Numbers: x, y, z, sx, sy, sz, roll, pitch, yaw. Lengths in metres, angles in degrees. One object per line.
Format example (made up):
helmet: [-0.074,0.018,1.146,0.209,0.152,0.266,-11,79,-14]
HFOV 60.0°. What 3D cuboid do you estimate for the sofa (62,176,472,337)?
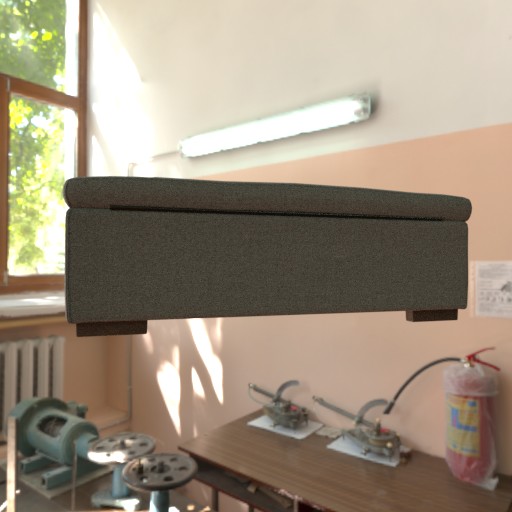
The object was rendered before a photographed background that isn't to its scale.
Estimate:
sofa: [0.000,0.000,1.651,1.250,0.434,0.817,0,-1,-17]
